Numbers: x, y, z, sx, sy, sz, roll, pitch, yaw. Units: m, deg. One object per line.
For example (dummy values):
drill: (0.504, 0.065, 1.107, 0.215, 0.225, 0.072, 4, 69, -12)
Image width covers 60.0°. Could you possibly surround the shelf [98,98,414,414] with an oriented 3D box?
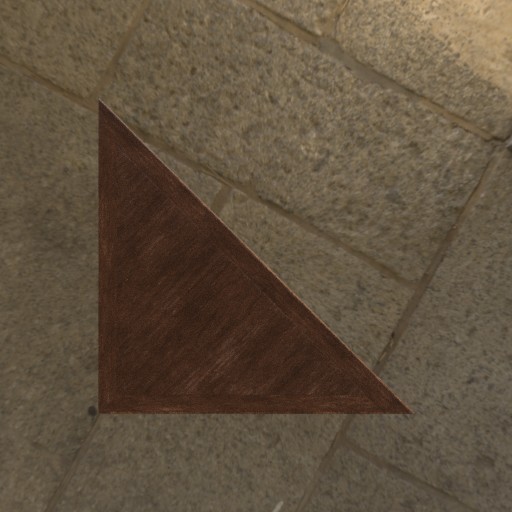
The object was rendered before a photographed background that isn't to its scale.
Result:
shelf: (0.000, 0.000, 0.432, 0.296, 0.035, 0.296, 0, 90, 0)
